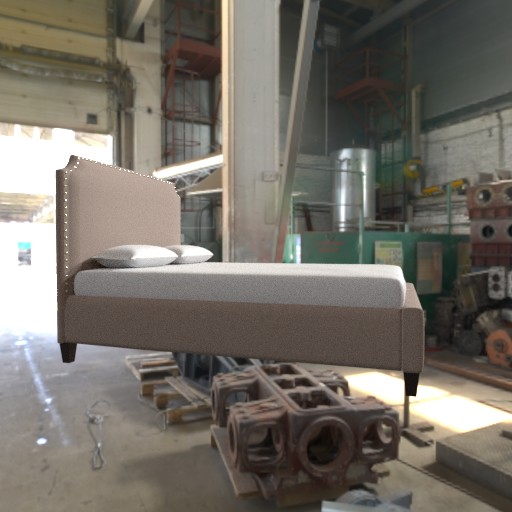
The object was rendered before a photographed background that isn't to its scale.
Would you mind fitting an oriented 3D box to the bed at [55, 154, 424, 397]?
[{"bbox_3d":[0.000,0.000,3.447,2.372,1.443,1.713,0,1,18],"label":"bed"}]
